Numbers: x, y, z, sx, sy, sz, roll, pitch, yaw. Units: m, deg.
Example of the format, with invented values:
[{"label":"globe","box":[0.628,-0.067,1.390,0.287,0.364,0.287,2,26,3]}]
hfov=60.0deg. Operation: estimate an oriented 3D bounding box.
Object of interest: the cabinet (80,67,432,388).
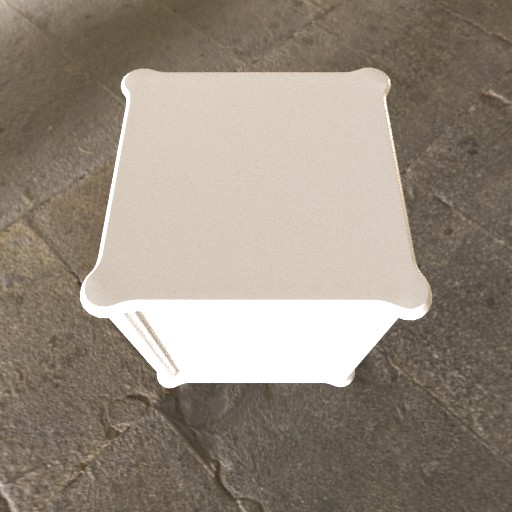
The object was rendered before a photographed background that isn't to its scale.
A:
[{"label":"cabinet","box":[0.000,0.000,1.240,0.627,0.761,0.628,0,63,0]}]
